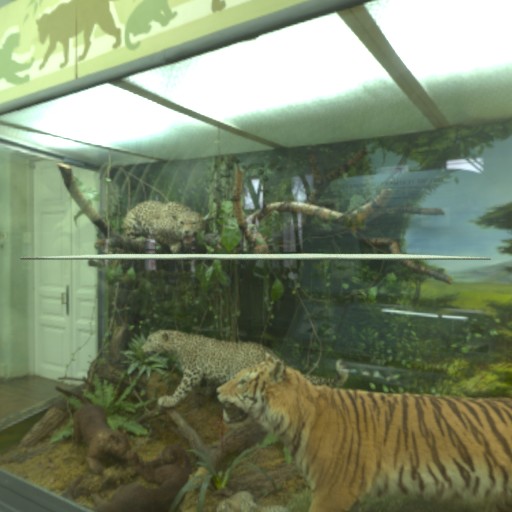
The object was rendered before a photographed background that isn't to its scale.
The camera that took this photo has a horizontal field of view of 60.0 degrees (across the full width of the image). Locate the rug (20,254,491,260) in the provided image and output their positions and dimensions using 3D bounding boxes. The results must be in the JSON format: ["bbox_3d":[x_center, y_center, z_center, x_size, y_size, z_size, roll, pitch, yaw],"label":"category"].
[{"bbox_3d":[0.000,0.000,3.073,2.460,0.016,1.545,0,1,1],"label":"rug"}]
